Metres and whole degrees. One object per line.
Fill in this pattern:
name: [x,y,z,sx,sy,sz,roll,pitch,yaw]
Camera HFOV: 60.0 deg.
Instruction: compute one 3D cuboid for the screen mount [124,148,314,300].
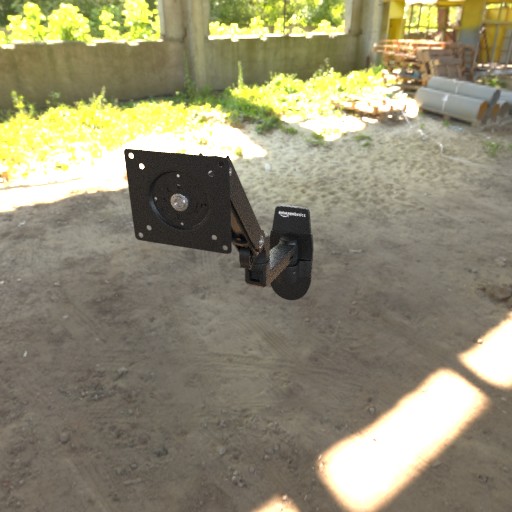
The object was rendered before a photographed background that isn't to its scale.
screen mount: [0.000,0.000,0.744,0.115,0.466,0.495,9,29,17]
